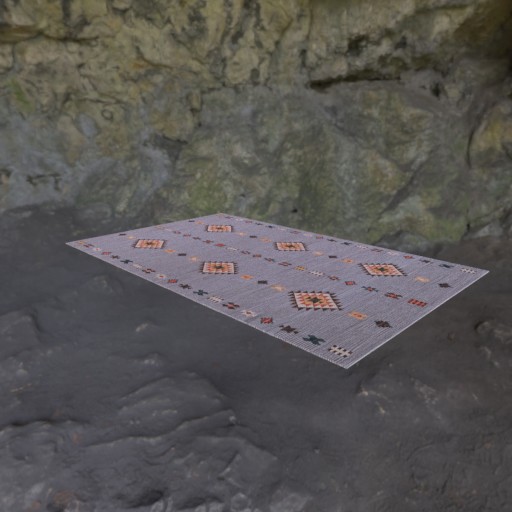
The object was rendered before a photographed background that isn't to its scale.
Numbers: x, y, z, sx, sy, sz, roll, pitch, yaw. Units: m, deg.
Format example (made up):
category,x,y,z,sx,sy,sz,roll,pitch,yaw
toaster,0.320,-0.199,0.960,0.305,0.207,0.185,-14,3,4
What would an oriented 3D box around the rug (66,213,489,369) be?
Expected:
category,x,y,z,sx,sy,sz,roll,pitch,yaw
rug,0.000,0.000,2.952,2.427,0.007,1.515,16,24,42
